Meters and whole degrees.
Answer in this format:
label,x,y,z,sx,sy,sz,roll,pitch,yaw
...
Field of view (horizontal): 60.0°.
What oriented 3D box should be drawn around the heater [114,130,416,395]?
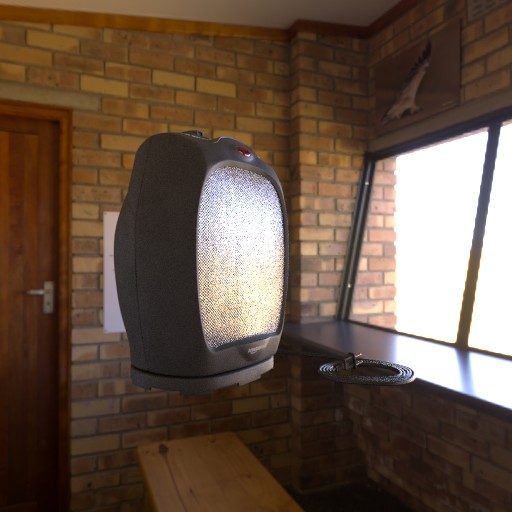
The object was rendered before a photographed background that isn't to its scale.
label,x,y,z,sx,sy,sz,roll,pitch,yaw
heater,0.000,0.000,0.473,0.291,0.255,0.239,0,0,35
